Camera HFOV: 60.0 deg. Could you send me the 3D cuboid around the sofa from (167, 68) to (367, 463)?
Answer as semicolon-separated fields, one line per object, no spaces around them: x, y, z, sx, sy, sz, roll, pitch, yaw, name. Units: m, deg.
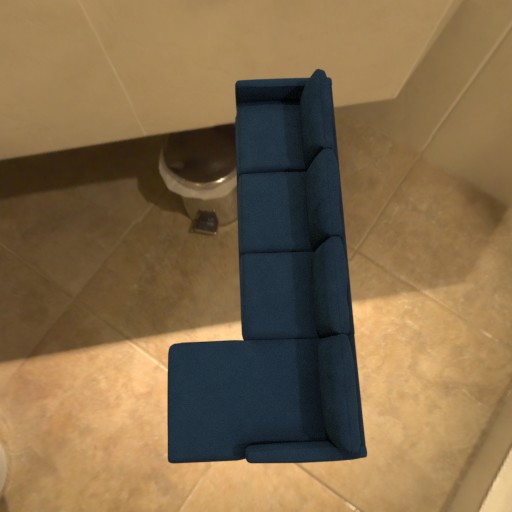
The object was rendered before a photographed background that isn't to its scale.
0.000;0.000;3.424;1.350;0.810;2.932;-2;75;-1;sofa
